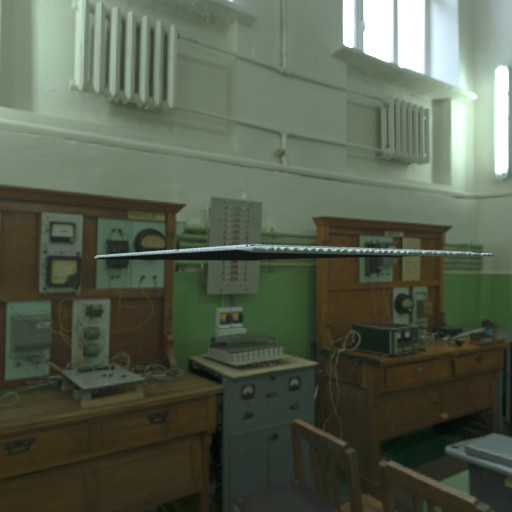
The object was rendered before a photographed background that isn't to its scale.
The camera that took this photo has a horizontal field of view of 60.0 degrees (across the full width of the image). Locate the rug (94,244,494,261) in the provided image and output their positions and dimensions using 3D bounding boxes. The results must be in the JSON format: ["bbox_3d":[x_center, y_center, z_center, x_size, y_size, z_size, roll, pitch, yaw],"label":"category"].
[{"bbox_3d":[0.000,0.000,2.882,1.494,0.031,2.307,1,-2,-35],"label":"rug"}]
